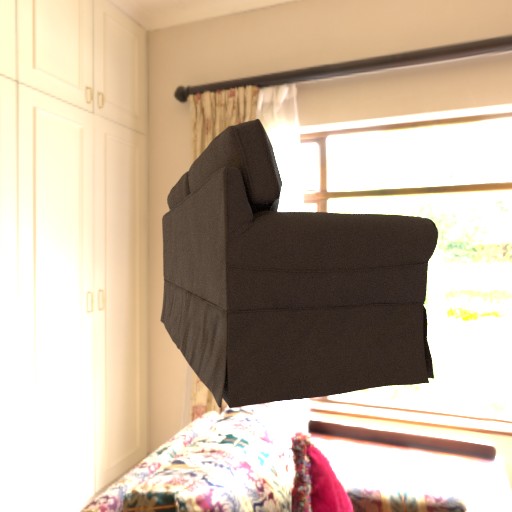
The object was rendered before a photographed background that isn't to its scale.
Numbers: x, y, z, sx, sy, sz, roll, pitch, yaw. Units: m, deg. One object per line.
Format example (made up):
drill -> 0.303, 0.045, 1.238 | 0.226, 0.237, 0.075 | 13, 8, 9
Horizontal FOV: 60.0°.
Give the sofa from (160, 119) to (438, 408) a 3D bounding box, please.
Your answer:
sofa -> 0.000, 0.000, 2.757 | 0.983, 1.094, 2.256 | 0, 0, -18
